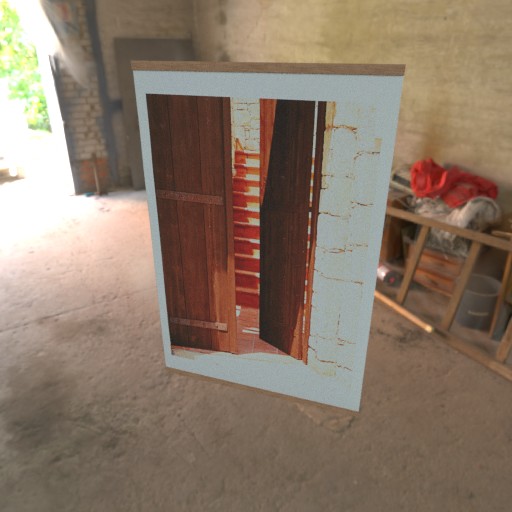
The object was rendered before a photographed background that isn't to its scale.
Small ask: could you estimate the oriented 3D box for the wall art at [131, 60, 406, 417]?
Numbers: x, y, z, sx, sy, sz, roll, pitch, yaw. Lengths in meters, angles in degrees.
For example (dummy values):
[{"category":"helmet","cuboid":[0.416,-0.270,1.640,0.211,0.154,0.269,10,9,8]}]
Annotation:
[{"category":"wall art","cuboid":[0.000,0.000,1.902,1.019,1.527,0.019,8,27,17]}]
